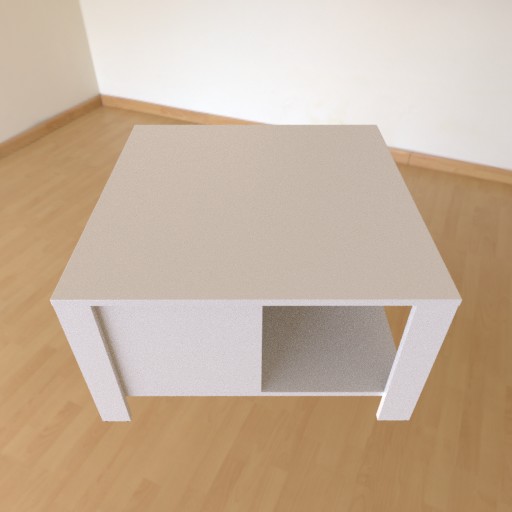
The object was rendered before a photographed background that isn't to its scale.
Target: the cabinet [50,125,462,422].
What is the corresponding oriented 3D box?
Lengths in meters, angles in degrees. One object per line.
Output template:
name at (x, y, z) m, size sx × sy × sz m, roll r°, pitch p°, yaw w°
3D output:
cabinet at (0.000, 0.000, 1.312) m, size 0.800 × 0.460 × 0.800 m, roll 0°, pitch 41°, yaw 0°
